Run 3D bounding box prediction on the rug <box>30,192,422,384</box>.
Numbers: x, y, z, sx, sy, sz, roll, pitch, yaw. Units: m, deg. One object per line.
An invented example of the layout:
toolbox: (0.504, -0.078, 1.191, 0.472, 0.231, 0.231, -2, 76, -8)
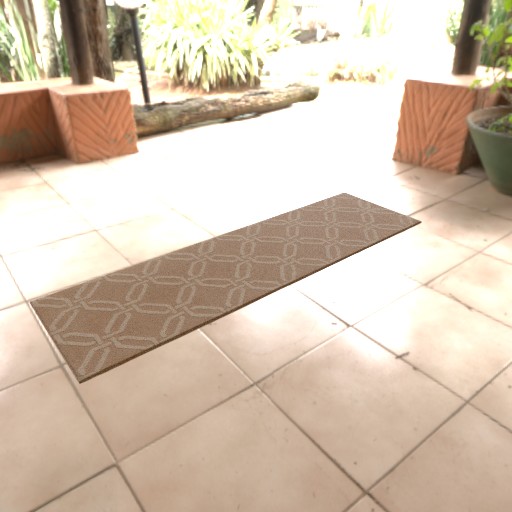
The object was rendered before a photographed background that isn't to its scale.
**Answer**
rug: (0.000, 0.000, 2.537, 2.276, 0.014, 0.678, -22, 36, -33)
